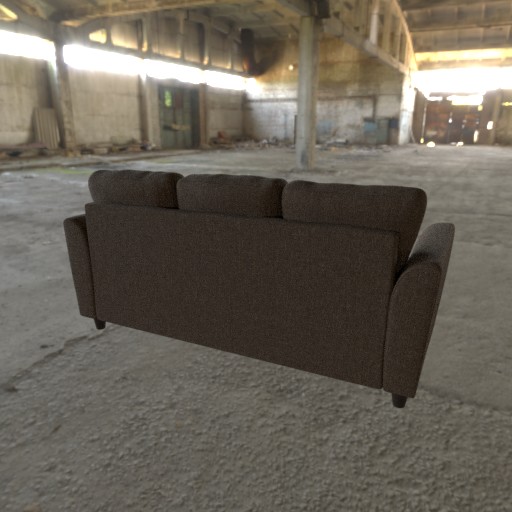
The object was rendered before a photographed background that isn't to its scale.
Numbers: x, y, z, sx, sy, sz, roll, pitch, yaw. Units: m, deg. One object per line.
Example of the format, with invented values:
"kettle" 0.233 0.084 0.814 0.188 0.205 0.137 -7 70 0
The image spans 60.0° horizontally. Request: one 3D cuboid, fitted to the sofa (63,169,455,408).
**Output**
"sofa" 0.000 0.000 2.328 1.847 0.891 0.837 8 18 25
